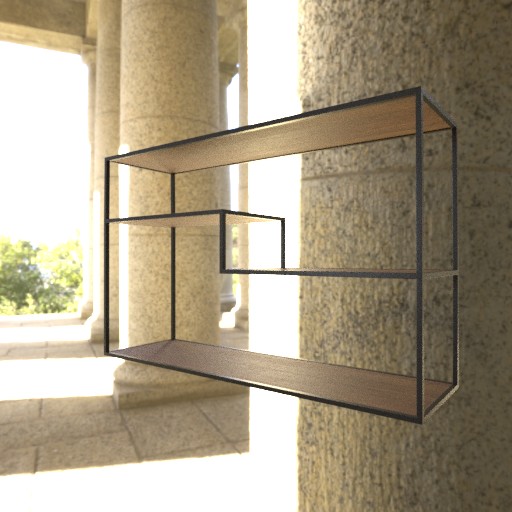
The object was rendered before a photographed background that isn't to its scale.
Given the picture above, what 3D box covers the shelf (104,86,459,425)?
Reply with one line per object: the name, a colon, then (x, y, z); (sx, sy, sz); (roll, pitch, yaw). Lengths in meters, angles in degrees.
shelf: (0.000, 0.000, 1.500); (1.201, 0.765, 0.361); (0, 0, 37)
